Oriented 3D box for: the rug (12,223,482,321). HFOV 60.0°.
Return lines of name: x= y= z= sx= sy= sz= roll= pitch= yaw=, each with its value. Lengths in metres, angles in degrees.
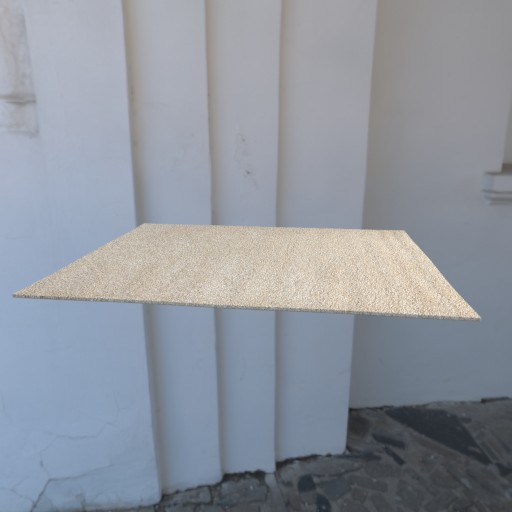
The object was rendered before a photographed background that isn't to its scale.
rug: x=0.000 y=0.000 z=3.947 sx=3.000 sy=0.026 sz=2.400 roll=2 pitch=16 yaw=7
